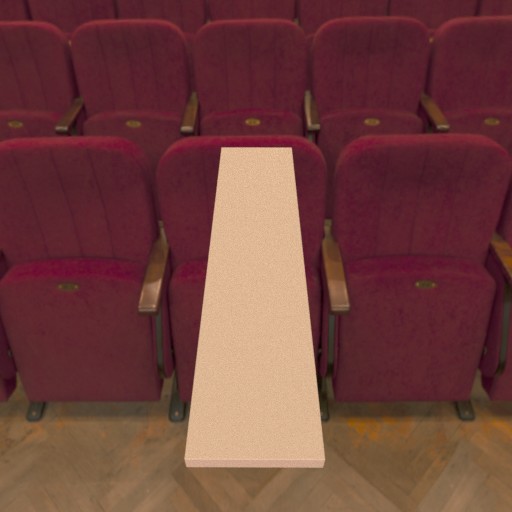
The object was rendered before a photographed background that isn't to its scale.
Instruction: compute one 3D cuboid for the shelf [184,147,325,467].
[{"bbox_3d":[0.000,0.000,0.668,0.140,0.020,0.610,0,43,0],"label":"shelf"}]
